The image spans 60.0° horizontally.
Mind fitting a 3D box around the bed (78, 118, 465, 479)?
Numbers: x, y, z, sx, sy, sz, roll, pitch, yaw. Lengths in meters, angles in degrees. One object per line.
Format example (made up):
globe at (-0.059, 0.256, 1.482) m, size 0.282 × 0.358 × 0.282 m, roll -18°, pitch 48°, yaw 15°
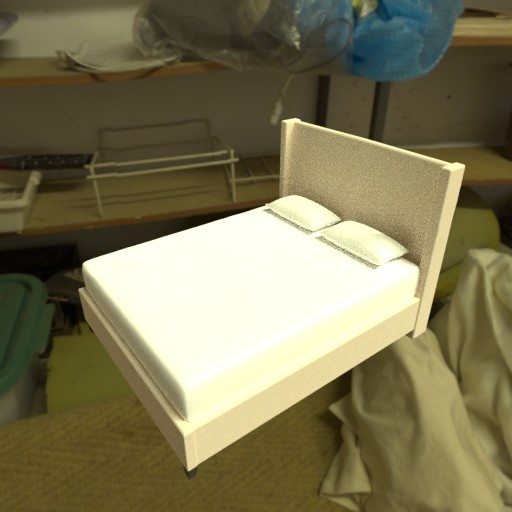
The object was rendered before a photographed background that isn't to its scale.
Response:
bed at (0.000, 0.000, 3.430) m, size 2.293 × 1.471 × 1.778 m, roll -20°, pitch 36°, yaw -31°
